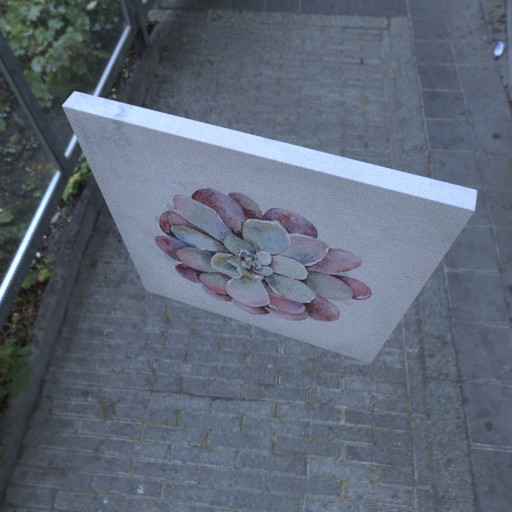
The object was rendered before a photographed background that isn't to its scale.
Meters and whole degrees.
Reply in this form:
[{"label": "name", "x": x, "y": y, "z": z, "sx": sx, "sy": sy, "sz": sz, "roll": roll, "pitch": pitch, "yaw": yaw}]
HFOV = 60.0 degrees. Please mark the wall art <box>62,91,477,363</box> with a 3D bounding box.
[{"label": "wall art", "x": 0.000, "y": 0.000, "z": 0.883, "sx": 0.605, "sy": 0.605, "sz": 0.044, "roll": 16, "pitch": 60, "yaw": 10}]
